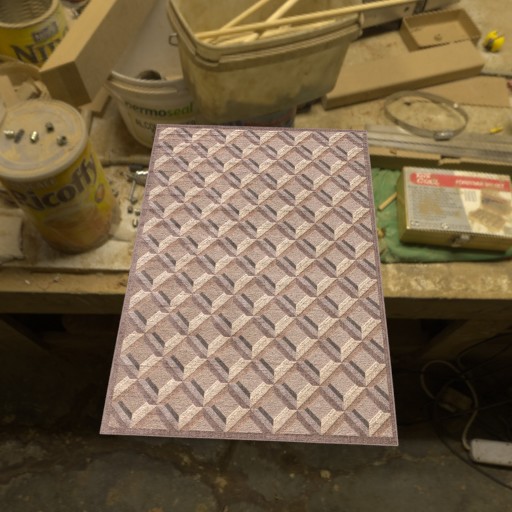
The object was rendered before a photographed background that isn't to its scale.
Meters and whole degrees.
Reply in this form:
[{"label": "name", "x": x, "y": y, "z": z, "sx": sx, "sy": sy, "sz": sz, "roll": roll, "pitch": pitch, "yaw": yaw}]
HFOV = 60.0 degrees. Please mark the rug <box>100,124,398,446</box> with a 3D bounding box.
[{"label": "rug", "x": 0.000, "y": 0.000, "z": 4.271, "sx": 2.382, "sy": 0.018, "sz": 3.294, "roll": 2, "pitch": 63, "yaw": 1}]
